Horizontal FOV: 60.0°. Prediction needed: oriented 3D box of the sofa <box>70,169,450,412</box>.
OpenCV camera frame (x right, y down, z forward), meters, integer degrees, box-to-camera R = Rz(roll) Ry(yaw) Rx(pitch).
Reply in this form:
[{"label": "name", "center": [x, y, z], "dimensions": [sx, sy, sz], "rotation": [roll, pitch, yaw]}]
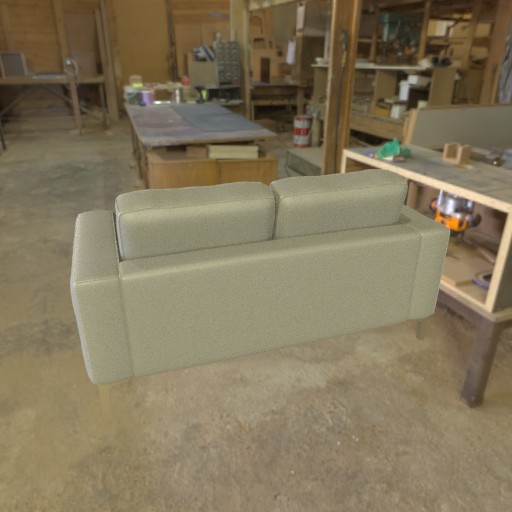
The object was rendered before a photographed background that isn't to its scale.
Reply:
[{"label": "sofa", "center": [0.000, 0.000, 2.281], "dimensions": [1.726, 0.893, 0.833], "rotation": [-8, 26, -17]}]
